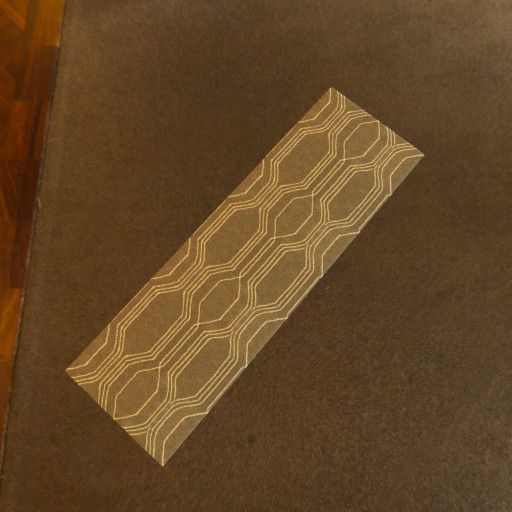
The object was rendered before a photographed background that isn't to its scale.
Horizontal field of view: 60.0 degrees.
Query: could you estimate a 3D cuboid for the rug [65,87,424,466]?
[{"bbox_3d":[0.000,0.000,2.712,0.773,0.012,2.464,40,79,9],"label":"rug"}]
